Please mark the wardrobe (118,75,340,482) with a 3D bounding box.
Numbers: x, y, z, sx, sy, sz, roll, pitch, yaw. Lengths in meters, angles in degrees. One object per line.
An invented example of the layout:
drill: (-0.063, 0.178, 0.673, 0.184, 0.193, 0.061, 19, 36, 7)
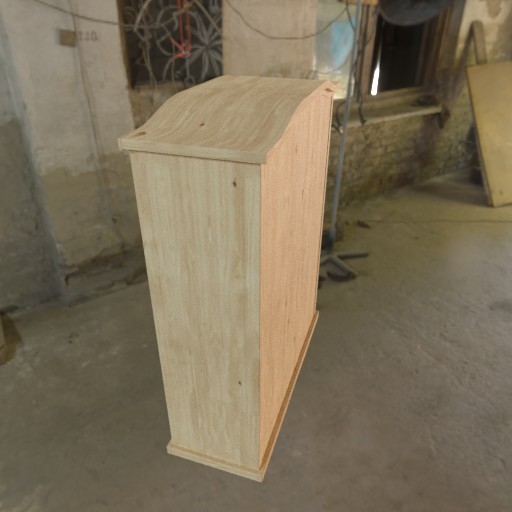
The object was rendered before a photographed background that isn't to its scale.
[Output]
wardrobe: (0.000, 0.000, 2.583, 0.570, 1.870, 1.500, 10, 32, 16)
